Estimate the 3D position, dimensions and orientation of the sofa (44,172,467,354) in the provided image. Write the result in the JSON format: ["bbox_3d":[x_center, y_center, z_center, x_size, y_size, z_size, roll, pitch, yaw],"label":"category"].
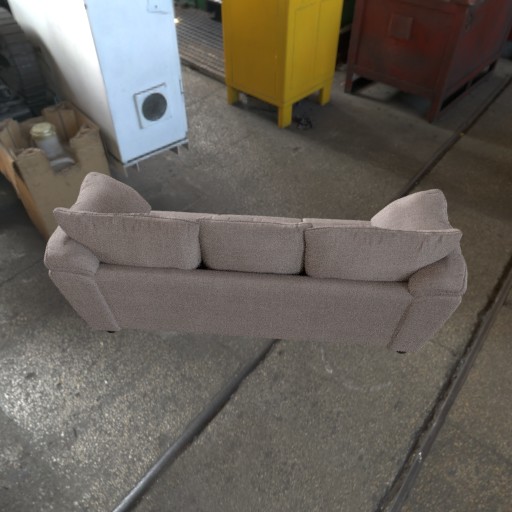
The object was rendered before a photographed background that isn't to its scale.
[{"bbox_3d":[0.000,0.000,2.806,2.334,0.996,0.878,3,45,3],"label":"sofa"}]
